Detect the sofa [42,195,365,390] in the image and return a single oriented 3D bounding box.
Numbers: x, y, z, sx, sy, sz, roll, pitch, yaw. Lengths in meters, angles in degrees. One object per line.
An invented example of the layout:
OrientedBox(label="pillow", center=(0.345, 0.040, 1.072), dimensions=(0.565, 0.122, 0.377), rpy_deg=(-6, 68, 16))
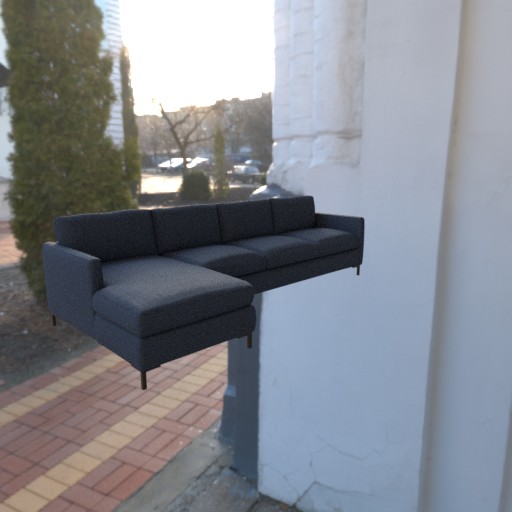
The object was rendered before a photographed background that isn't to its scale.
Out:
OrientedBox(label="sofa", center=(0.000, 0.000, 3.032), dimensions=(2.445, 0.673, 1.125), rpy_deg=(-12, 17, -43))
